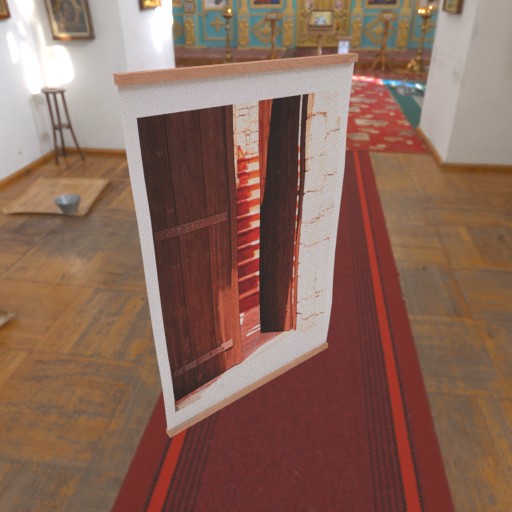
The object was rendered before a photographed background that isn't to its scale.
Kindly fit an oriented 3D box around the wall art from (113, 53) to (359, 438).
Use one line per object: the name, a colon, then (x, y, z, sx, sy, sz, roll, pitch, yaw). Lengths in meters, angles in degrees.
wall art: (0.000, 0.000, 0.630, 0.332, 0.508, 0.012, -21, 36, -32)
